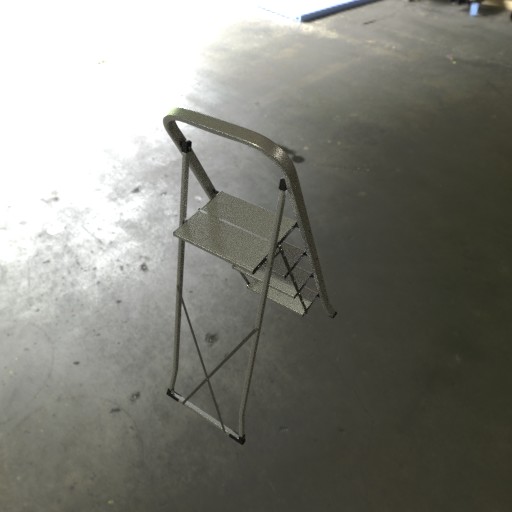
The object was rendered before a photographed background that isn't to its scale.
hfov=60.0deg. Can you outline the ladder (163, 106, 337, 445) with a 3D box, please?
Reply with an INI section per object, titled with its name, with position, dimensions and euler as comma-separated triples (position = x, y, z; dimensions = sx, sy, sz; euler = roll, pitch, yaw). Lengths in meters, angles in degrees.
[ladder]
position = 0.000, 0.000, 1.682
dimensions = 0.465, 1.290, 0.830
euler = 25, 51, 23
